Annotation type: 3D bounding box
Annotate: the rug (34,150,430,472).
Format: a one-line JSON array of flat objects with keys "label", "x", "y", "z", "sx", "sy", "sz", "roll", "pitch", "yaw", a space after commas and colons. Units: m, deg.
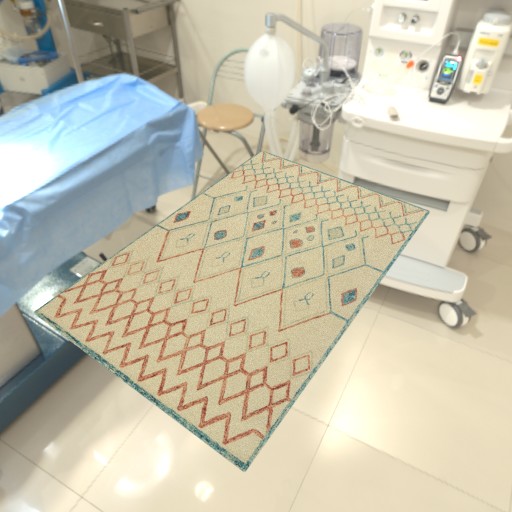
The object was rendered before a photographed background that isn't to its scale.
[{"label": "rug", "x": 0.000, "y": 0.000, "z": 2.331, "sx": 1.219, "sy": 0.016, "sz": 1.829, "roll": 26, "pitch": 49, "yaw": 25}]
